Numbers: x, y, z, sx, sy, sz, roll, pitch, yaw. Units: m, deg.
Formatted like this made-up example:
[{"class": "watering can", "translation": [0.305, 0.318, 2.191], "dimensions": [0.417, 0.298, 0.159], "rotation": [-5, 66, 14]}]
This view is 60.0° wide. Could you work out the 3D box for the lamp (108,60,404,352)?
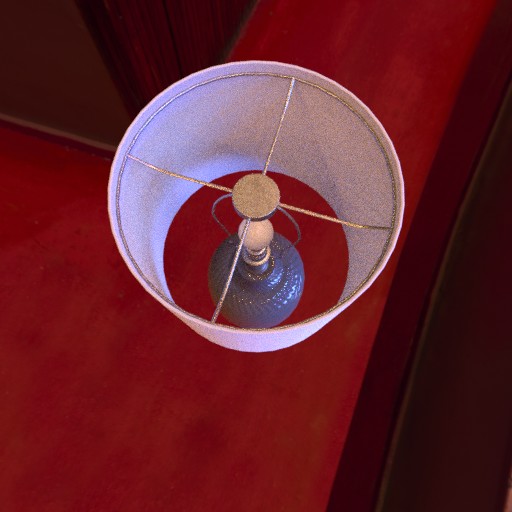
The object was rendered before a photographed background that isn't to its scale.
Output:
[{"class": "lamp", "translation": [0.000, 0.000, 0.485], "dimensions": [0.207, 0.366, 0.207], "rotation": [16, 75, 5]}]
